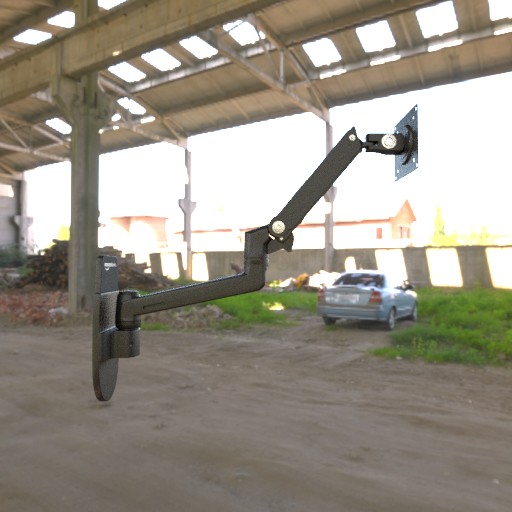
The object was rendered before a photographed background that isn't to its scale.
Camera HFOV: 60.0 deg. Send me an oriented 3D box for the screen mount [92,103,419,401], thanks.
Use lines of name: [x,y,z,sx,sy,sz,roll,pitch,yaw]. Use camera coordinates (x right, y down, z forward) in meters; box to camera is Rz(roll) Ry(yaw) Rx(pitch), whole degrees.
screen mount: [0.000,0.000,0.725,0.495,0.466,0.115,0,-2,0]
